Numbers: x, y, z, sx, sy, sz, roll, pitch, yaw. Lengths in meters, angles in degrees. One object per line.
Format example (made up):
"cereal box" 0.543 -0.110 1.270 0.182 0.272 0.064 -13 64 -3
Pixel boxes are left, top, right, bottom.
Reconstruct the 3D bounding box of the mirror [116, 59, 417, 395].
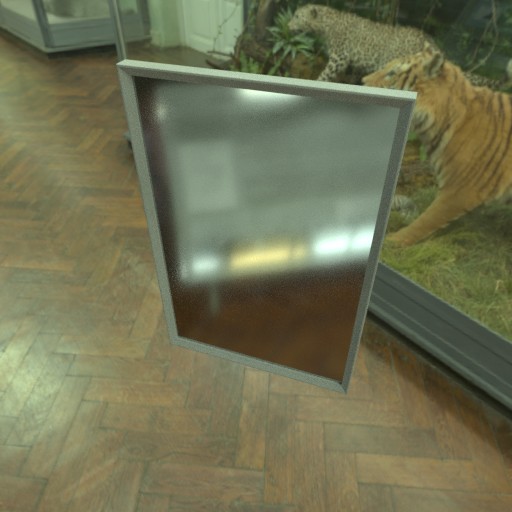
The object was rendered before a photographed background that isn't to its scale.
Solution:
"mirror" 0.000 0.000 1.162 0.609 0.915 0.041 13 41 15
